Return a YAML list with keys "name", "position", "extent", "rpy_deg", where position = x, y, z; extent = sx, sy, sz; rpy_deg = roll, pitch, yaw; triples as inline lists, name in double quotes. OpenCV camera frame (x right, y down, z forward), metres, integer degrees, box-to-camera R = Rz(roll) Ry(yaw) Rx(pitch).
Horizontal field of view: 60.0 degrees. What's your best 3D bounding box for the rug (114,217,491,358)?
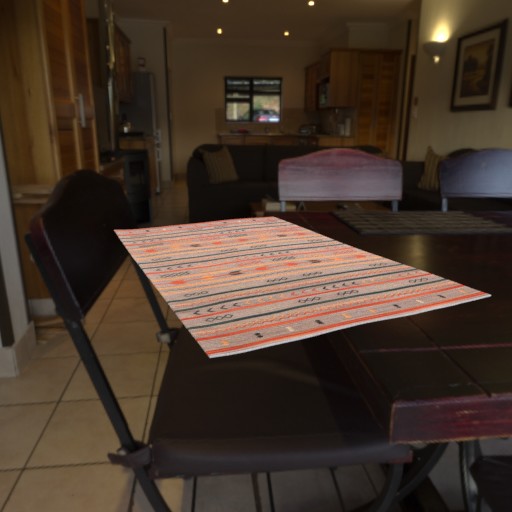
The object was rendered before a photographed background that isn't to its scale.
- name: "rug"
  position: [0.000, 0.000, 3.029]
  extent: [1.537, 0.029, 2.439]
  rpy_deg: [-7, 17, -24]
